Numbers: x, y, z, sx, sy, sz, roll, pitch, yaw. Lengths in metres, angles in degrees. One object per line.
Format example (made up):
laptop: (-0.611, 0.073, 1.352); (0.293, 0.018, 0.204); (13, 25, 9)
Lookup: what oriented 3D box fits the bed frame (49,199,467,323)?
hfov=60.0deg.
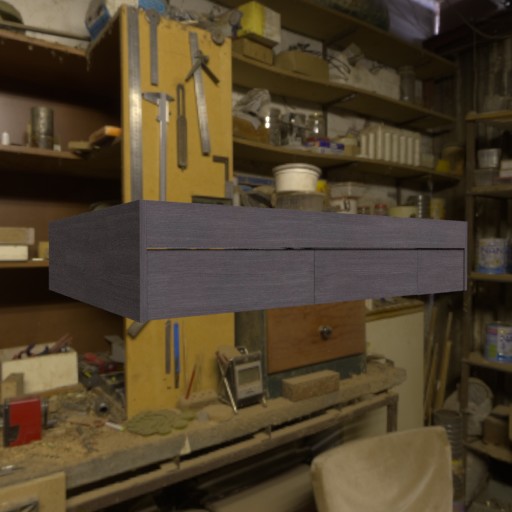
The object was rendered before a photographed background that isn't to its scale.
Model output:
bed frame: (0.000, 0.000, 2.569); (1.944, 0.459, 1.448); (-1, 1, -36)
